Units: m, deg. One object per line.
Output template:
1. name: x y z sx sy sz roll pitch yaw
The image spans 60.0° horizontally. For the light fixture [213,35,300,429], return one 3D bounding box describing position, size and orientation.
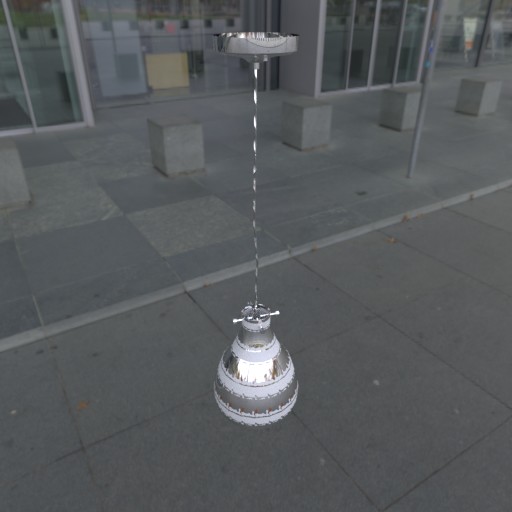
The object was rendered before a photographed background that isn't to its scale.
1. light fixture: 0.000 0.000 1.630 0.374 1.457 0.374 -9 31 -15
